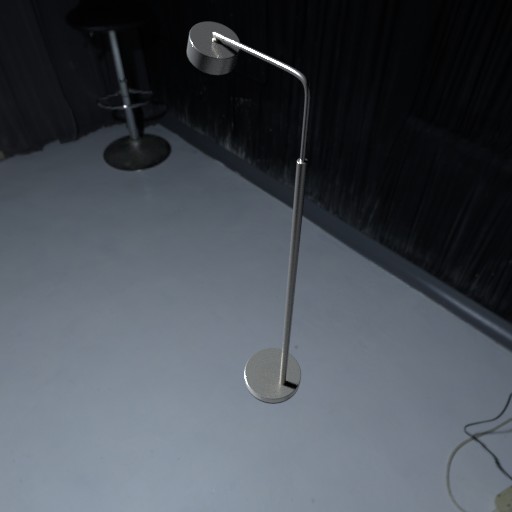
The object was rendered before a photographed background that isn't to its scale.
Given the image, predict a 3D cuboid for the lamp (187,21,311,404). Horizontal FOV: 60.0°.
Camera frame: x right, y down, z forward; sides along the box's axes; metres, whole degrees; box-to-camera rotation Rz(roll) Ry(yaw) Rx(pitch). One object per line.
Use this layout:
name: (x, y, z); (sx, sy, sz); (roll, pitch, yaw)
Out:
lamp: (0.000, 0.000, 1.371); (0.222, 1.250, 0.421); (-33, 54, -27)
